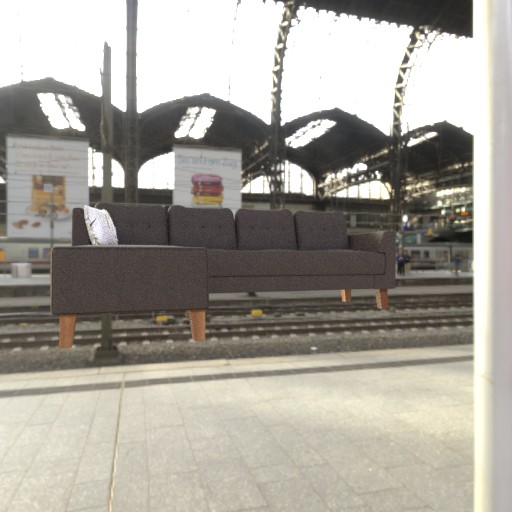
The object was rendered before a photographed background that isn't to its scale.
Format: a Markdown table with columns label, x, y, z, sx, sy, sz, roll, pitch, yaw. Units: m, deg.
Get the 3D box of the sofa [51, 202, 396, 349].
| label | x | y | z | sx | sy | sz | roll | pitch | yaw |
| --- | --- | --- | --- | --- | --- | --- | --- | --- | --- |
| sofa | 0.000 | 0.000 | 3.415 | 2.679 | 0.932 | 1.829 | 0 | 0 | -18 |
